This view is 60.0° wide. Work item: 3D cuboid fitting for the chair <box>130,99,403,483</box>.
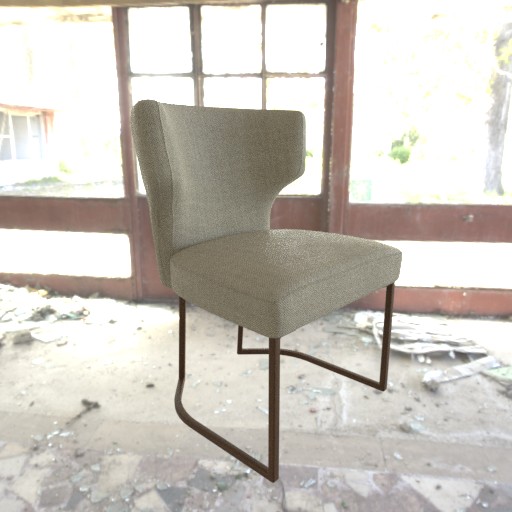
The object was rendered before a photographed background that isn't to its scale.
[{"bbox_3d":[0.000,0.000,1.235,0.617,0.824,0.611,13,19,41],"label":"chair"}]
